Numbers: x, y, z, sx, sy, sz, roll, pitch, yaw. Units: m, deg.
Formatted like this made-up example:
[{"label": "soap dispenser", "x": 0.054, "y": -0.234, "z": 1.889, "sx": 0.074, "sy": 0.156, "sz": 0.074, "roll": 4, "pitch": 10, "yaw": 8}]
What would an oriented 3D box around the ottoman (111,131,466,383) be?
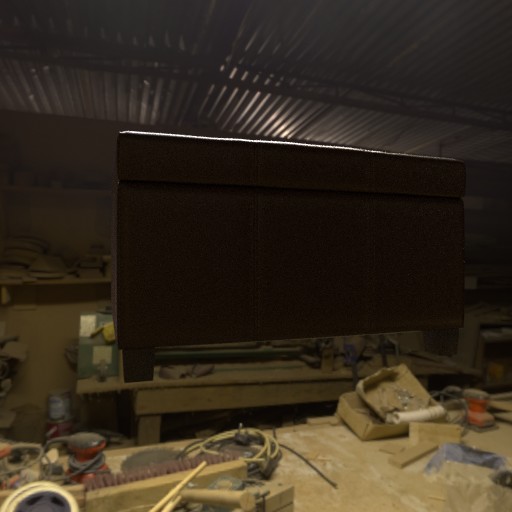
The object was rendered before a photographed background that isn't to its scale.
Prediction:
[{"label": "ottoman", "x": 0.000, "y": 0.000, "z": 1.267, "sx": 0.787, "sy": 0.460, "sz": 0.788, "roll": 0, "pitch": 0, "yaw": -18}]
